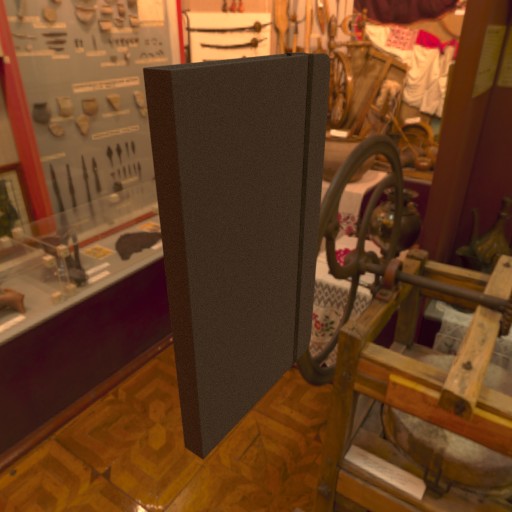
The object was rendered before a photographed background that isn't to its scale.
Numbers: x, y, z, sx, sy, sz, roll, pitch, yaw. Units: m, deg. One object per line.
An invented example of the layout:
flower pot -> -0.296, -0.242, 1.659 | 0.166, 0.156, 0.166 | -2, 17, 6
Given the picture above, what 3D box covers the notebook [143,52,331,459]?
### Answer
notebook -> 0.000, 0.000, 0.260 | 0.016, 0.213, 0.127 | 19, 33, 31
